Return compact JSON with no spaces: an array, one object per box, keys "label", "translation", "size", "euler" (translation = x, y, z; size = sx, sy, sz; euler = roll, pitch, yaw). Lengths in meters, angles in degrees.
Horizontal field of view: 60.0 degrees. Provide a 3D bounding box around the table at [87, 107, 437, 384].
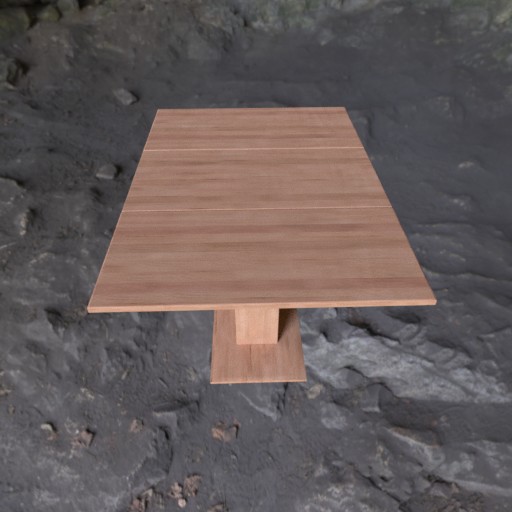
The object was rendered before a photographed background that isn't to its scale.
[{"label":"table","translation":[0.000,0.000,1.880],"size":[0.900,0.770,1.300],"euler":[-1,40,-1]}]
